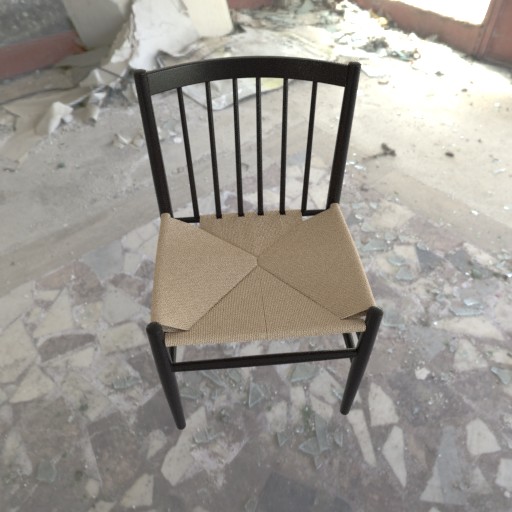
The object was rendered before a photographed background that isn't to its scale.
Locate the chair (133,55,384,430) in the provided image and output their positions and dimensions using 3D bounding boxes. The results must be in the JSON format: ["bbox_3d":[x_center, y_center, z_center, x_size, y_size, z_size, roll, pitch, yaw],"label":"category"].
[{"bbox_3d":[0.000,0.000,1.117,0.495,0.818,0.516,-4,46,-4],"label":"chair"}]
